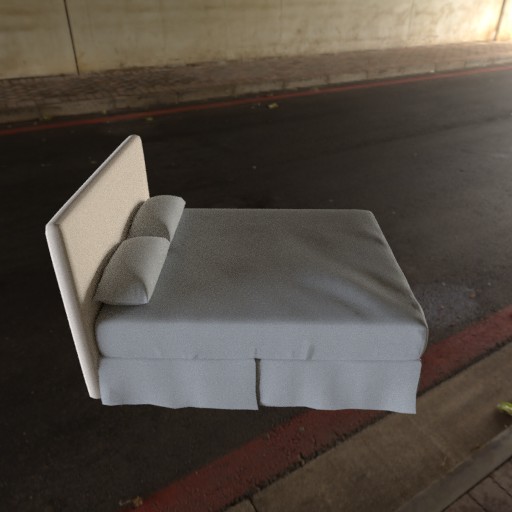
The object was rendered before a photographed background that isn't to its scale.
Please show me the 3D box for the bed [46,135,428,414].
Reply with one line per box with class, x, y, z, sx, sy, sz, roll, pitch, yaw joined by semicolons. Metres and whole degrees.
bed;0.000;0.000;3.244;2.142;1.330;1.748;0;31;1
